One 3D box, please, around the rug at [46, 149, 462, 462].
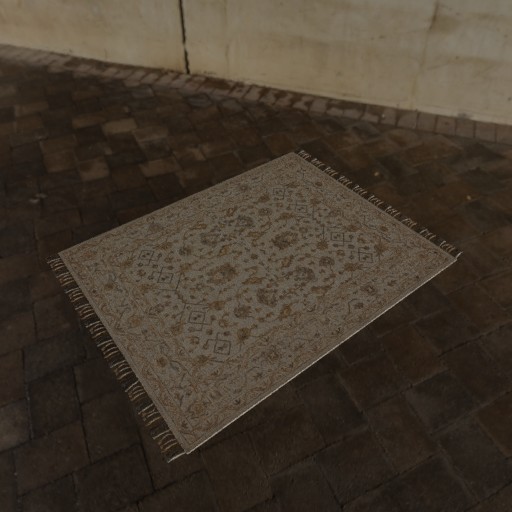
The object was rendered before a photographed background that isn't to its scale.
[{"bbox_3d":[0.000,0.000,2.262,1.726,0.009,1.278,-28,51,-26],"label":"rug"}]
